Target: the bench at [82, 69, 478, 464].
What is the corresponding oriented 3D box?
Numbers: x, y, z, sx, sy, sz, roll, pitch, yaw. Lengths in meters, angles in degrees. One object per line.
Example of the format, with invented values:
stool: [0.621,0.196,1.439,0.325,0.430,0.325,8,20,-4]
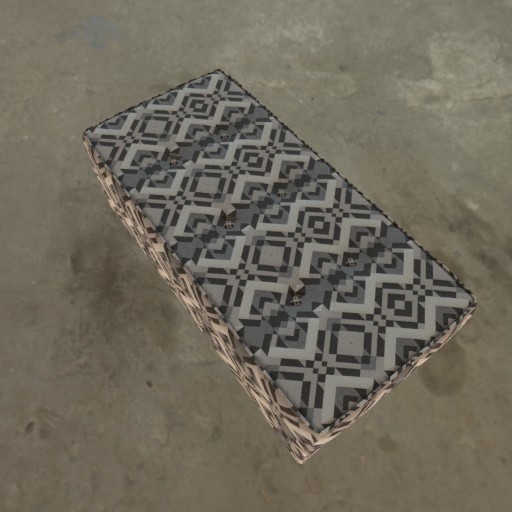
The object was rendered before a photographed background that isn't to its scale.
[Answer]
bench: [0.000,0.000,1.278,0.492,0.477,1.016,-33,64,-18]
